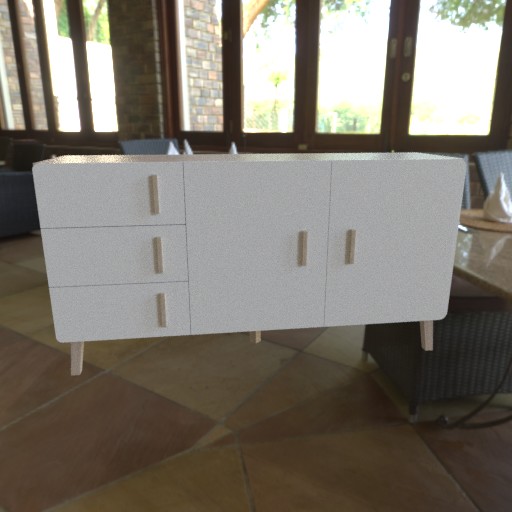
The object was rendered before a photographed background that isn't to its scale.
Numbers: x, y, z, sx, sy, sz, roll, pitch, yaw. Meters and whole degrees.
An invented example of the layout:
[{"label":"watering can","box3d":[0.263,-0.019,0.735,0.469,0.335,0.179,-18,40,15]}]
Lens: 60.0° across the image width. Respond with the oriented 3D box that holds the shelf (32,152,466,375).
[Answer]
[{"label":"shelf","box3d":[0.000,0.000,1.789,1.490,0.780,0.400,-2,17,-7]}]
